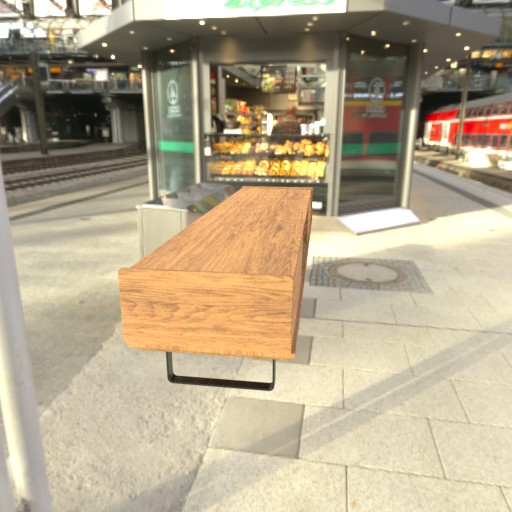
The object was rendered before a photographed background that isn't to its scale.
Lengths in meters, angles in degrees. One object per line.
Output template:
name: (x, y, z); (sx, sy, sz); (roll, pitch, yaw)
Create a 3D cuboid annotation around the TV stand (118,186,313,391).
TV stand: (0.000, 0.000, 2.033); (0.467, 0.415, 1.796); (2, 16, 8)
